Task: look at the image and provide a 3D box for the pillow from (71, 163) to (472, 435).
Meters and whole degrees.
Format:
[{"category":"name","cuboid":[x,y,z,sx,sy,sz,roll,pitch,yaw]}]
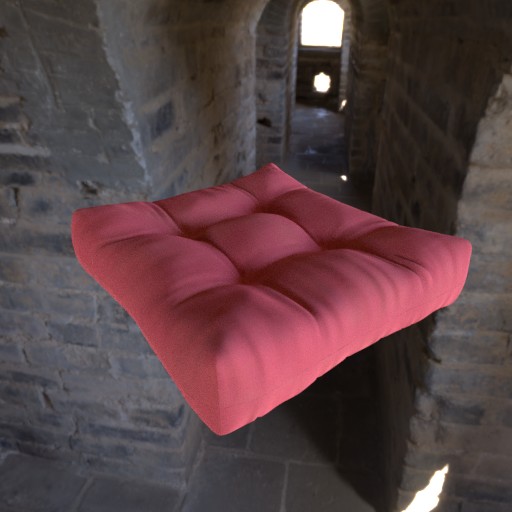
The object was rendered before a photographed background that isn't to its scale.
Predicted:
[{"category":"pillow","cuboid":[0.000,0.000,0.722,0.468,0.128,0.490,-20,34,-32]}]
